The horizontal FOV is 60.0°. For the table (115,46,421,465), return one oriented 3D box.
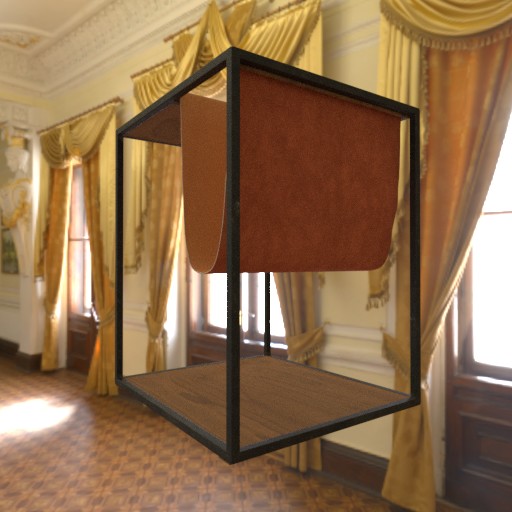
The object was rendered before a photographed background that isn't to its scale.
[{"bbox_3d":[0.000,0.000,0.857,0.399,0.536,0.450,0,-1,-36],"label":"table"}]
